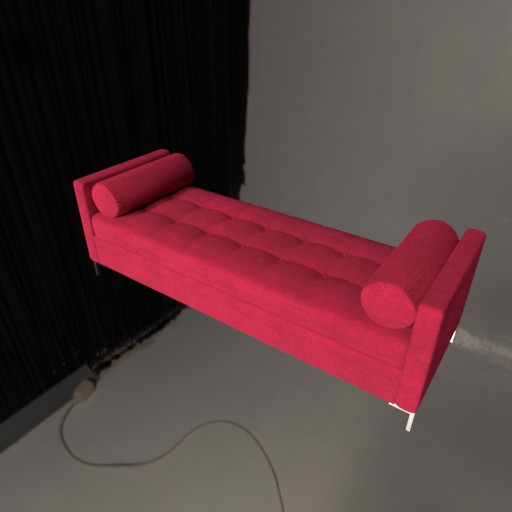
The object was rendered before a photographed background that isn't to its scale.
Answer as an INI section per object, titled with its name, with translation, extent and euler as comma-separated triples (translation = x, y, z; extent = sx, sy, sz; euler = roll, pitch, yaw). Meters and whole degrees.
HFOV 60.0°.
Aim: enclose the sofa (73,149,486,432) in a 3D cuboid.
[sofa]
translation = 0.000, 0.000, 2.325
extent = 1.981, 0.635, 0.686
euler = 20, 37, 29
